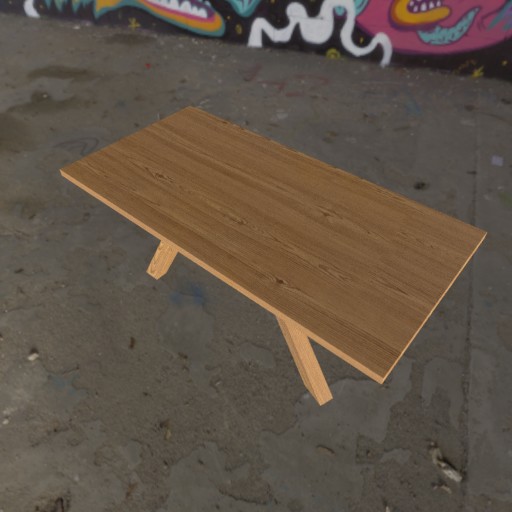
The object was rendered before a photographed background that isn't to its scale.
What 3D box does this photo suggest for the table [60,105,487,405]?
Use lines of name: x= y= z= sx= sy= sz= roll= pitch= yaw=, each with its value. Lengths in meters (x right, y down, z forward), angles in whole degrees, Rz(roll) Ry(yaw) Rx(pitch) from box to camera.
table: x=0.000 y=0.000 z=2.302 sx=1.797 sy=0.750 sz=0.901 roll=31 pitch=52 yaw=27
